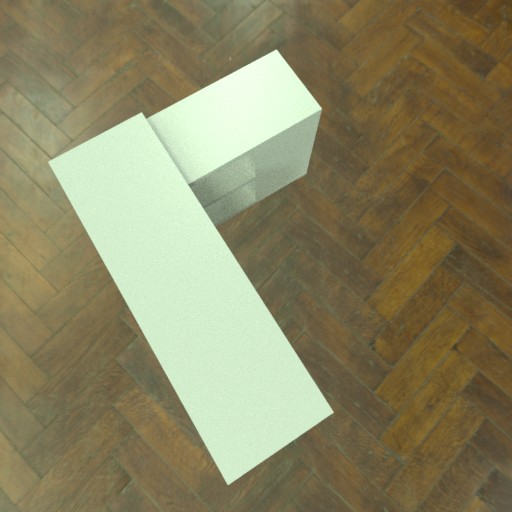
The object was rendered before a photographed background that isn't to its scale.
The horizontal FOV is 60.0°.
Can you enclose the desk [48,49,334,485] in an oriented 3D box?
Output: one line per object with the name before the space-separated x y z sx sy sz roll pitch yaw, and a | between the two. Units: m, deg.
desk | 0.000 0.000 2.221 1.200 0.753 1.524 -31 77 -8
